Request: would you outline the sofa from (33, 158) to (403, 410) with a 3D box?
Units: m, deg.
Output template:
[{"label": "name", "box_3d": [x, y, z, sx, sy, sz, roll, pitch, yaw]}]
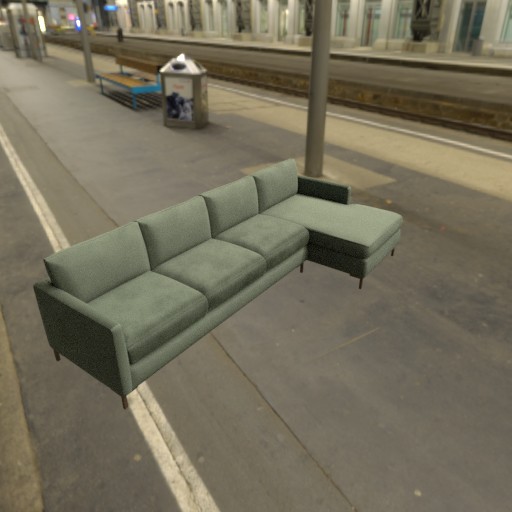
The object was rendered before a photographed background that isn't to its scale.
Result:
[{"label": "sofa", "box_3d": [0.000, 0.000, 3.268, 1.255, 0.756, 2.725, 19, 33, 32]}]
